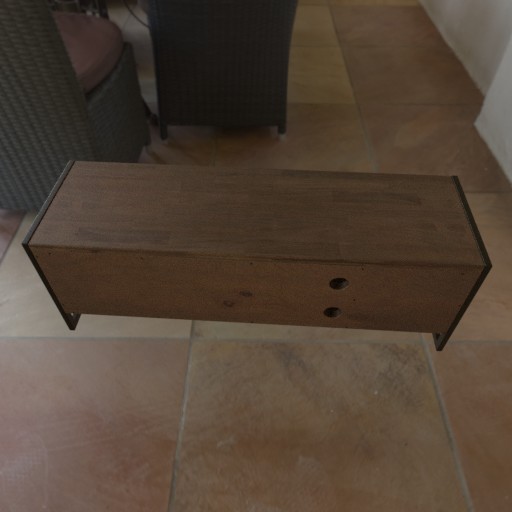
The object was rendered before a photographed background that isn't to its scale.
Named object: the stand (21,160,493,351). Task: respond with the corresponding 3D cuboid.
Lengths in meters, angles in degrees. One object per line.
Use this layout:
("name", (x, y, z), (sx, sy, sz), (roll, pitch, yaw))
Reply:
("stand", (0.000, 0.000, 1.724), (1.480, 0.506, 0.454), (3, 48, 3))
